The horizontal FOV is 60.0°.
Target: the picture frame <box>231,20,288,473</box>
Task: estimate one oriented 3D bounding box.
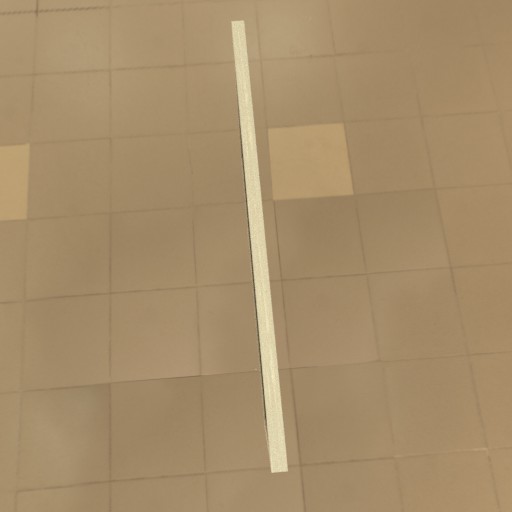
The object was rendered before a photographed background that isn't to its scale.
[{"bbox_3d":[0.000,0.000,1.205,0.029,0.640,0.950,-5,76,-1],"label":"picture frame"}]
